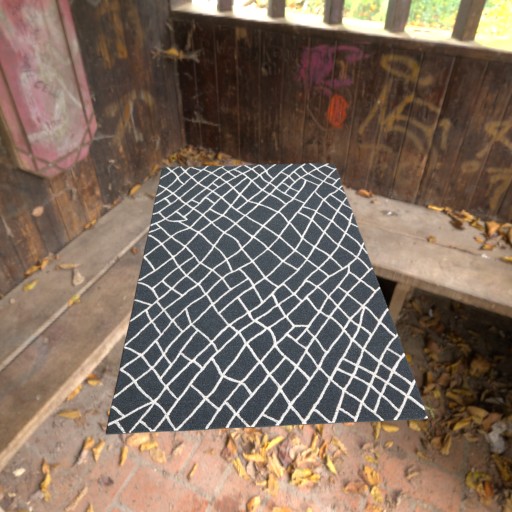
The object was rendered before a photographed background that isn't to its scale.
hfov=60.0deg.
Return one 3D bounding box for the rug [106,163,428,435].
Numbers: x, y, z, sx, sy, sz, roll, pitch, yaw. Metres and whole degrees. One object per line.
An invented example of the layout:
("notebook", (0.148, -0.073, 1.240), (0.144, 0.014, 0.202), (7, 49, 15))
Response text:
("rug", (0.000, 0.000, 3.008), (1.529, 0.017, 2.448), (-2, 41, -2))
